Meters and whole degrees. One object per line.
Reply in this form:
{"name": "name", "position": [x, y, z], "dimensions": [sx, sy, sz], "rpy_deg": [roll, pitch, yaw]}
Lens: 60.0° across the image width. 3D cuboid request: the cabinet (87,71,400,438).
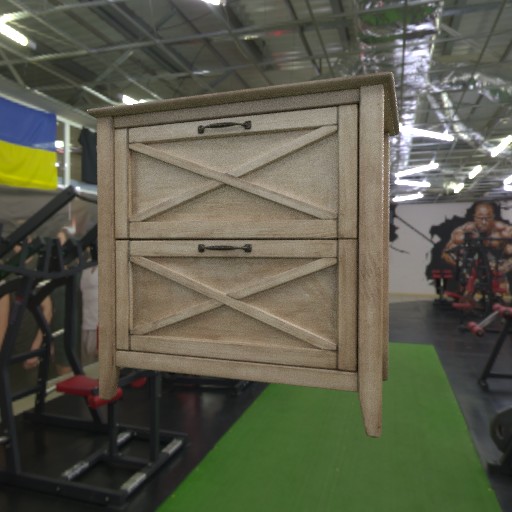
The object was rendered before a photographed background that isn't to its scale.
{"name": "cabinet", "position": [0.000, 0.000, 1.262], "dimensions": [0.763, 0.762, 0.503], "rpy_deg": [0, 1, 20]}
